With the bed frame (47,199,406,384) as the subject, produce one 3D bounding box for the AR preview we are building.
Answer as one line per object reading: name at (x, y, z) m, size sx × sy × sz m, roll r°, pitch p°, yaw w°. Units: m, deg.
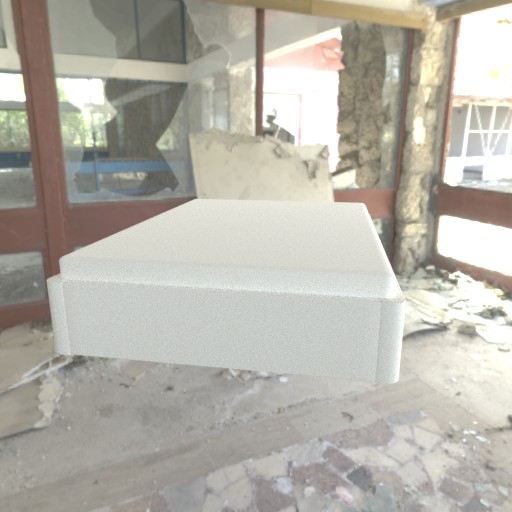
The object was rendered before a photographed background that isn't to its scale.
bed frame at (0.000, 0.000, 2.581) m, size 1.400 × 0.406 × 1.900 m, roll 3°, pitch 15°, yaw 10°
